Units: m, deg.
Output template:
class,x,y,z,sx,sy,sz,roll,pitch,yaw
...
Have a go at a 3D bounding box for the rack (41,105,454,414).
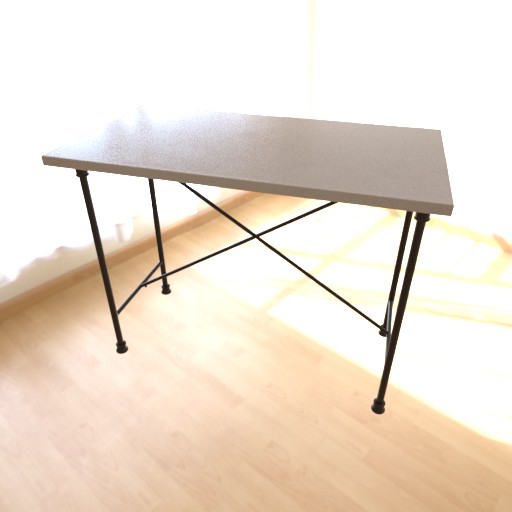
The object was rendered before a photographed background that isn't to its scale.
class,x,y,z,sx,sy,sz,roll,pitch,yaw
rack,0.000,0.000,1.669,1.159,0.880,0.613,9,34,14
